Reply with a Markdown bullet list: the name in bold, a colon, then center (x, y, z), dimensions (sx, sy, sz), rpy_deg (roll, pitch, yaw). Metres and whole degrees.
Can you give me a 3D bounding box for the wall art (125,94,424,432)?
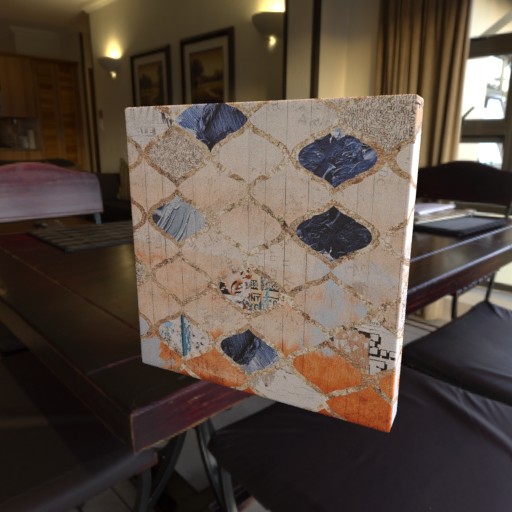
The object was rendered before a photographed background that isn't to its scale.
- **wall art**: center (0.000, 0.000, 0.465), dimensions (0.303, 0.304, 0.036), rpy_deg (7, 16, 27)
